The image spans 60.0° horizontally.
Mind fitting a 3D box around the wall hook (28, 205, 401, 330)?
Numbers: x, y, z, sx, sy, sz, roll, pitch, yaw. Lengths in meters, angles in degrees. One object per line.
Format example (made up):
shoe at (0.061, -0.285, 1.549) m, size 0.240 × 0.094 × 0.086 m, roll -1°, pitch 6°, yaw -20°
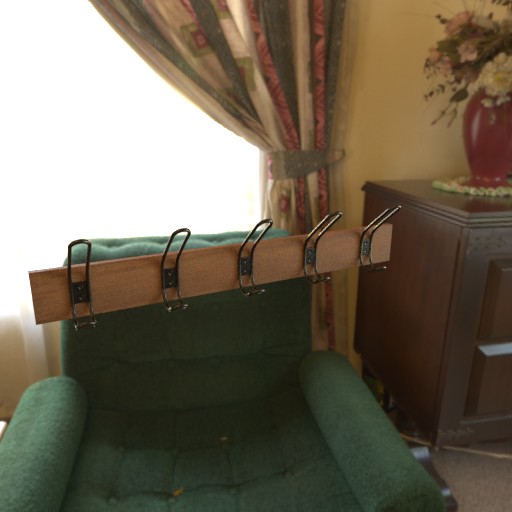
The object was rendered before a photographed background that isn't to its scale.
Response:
wall hook at (0.000, 0.000, 0.606) m, size 0.554 × 0.116 × 0.076 m, roll -8°, pitch 18°, yaw -27°
